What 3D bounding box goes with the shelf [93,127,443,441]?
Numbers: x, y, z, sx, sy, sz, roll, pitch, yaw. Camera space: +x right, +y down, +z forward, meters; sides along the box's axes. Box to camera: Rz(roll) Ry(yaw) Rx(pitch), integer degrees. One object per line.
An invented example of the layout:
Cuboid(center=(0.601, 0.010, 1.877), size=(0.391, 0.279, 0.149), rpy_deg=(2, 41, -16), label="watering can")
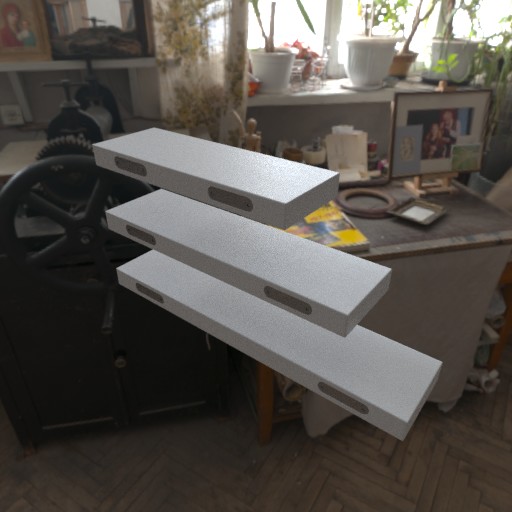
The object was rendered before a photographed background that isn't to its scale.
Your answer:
Cuboid(center=(0.000, 0.000, 0.729), size=(0.610, 0.293, 0.140), rpy_deg=(22, 37, 32), label="shelf")
